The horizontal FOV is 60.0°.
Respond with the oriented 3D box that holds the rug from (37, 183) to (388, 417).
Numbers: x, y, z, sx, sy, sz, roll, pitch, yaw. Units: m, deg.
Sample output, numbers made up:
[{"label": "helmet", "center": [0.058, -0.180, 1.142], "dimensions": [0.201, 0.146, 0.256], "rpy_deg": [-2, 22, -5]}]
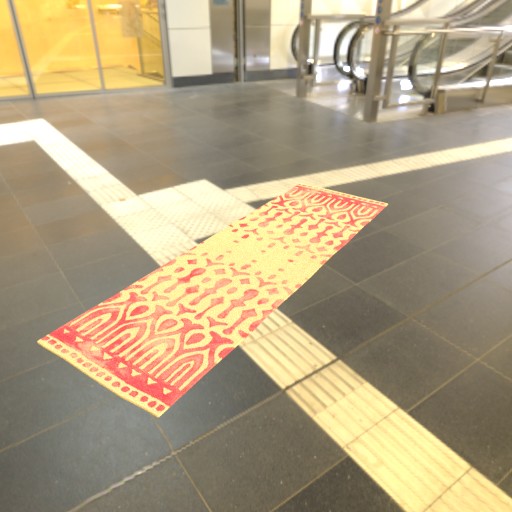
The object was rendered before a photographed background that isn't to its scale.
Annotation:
[{"label": "rug", "center": [0.000, 0.000, 2.739], "dimensions": [0.787, 0.011, 2.458], "rpy_deg": [20, 36, 30]}]
